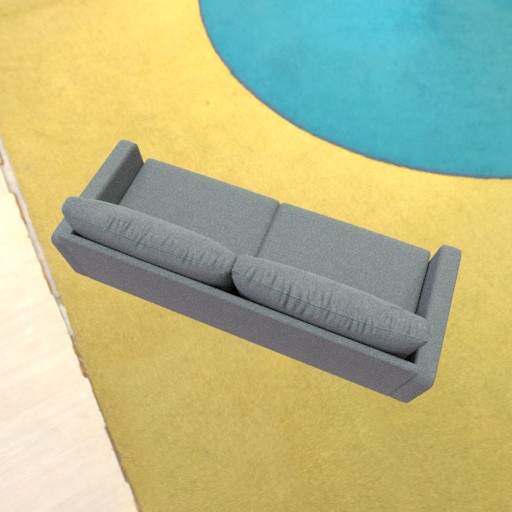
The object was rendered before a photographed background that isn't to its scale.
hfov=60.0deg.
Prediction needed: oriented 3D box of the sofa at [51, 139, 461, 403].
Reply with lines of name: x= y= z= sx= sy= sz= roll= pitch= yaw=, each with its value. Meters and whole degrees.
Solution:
sofa: x=0.000 y=0.000 z=2.677 sx=2.200 sy=0.880 sz=0.880 roll=20 pitch=64 yaw=10
